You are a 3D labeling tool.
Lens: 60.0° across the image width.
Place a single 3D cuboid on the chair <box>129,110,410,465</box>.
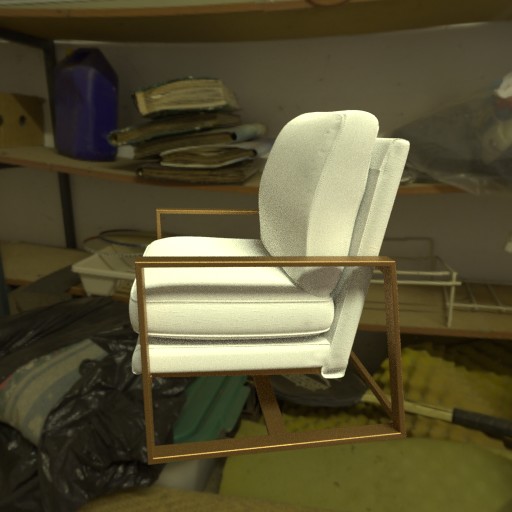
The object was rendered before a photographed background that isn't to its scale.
[{"bbox_3d":[0.000,0.000,1.547,0.813,0.966,0.805,-2,16,-8],"label":"chair"}]
